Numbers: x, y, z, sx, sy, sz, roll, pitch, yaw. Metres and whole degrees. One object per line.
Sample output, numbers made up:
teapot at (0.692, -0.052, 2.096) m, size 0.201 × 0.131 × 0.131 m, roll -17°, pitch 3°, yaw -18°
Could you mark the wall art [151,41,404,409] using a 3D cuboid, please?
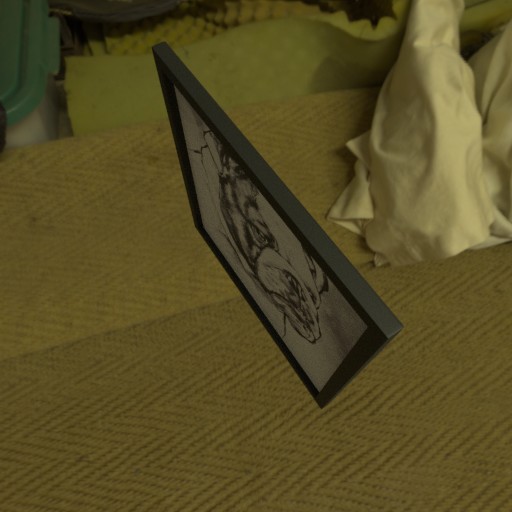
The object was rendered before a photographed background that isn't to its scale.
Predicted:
wall art at (0.000, 0.000, 0.683) m, size 0.022 × 0.453 × 0.456 m, roll -31°, pitch 67°, yaw -14°
